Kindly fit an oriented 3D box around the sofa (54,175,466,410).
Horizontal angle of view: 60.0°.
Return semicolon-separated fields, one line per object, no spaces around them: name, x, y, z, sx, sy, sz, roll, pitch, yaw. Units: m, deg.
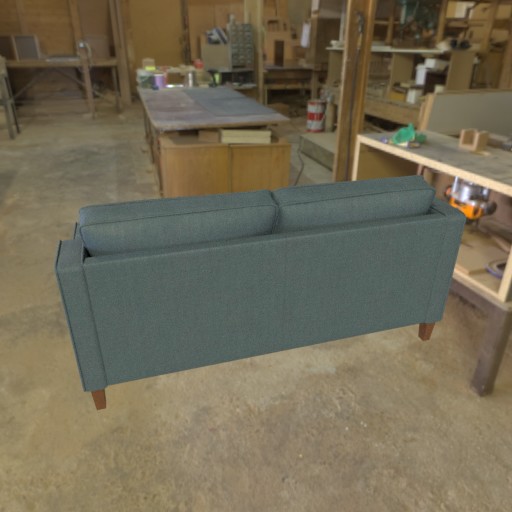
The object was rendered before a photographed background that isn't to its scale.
sofa;0.000;0.000;2.834;2.178;1.071;1.066;-8;28;-15
